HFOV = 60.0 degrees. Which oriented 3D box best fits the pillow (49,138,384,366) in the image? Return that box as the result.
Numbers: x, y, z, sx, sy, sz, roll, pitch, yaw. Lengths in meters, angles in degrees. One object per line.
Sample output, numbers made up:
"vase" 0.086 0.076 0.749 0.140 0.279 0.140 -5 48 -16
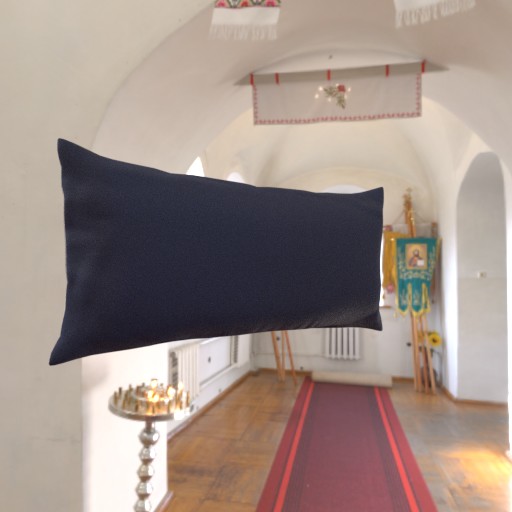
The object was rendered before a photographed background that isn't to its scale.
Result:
"pillow" 0.000 0.000 0.714 0.610 0.287 0.151 1 -2 -34
